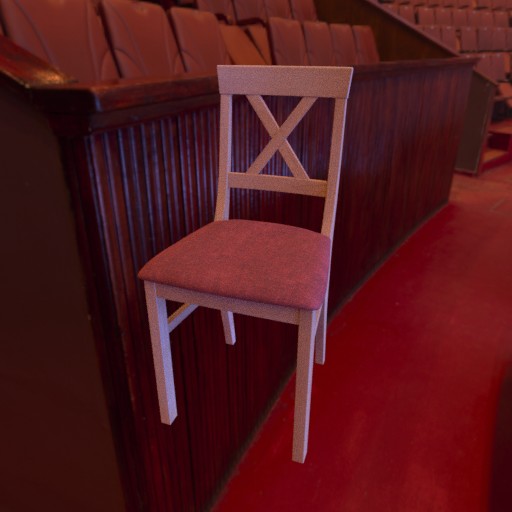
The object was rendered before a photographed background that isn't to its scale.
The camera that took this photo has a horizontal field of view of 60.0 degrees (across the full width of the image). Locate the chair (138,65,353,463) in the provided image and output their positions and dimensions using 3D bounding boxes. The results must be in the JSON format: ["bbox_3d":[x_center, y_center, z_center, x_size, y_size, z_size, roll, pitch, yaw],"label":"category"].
[{"bbox_3d":[0.000,0.000,1.177,0.439,0.912,0.492,9,27,17],"label":"chair"}]
